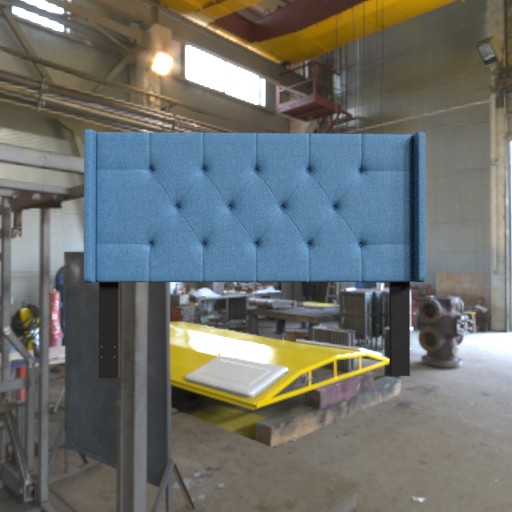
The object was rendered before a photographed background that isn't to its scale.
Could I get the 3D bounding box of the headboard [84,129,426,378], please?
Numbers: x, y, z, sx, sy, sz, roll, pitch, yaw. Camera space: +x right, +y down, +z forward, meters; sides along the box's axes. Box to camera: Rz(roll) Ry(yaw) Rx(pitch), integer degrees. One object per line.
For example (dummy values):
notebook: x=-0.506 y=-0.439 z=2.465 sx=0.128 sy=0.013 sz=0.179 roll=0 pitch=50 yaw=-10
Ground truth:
headboard: x=0.000 y=0.000 z=2.744 sx=2.051 sy=1.524 sz=0.184 roll=0 pitch=-1 yaw=-1
